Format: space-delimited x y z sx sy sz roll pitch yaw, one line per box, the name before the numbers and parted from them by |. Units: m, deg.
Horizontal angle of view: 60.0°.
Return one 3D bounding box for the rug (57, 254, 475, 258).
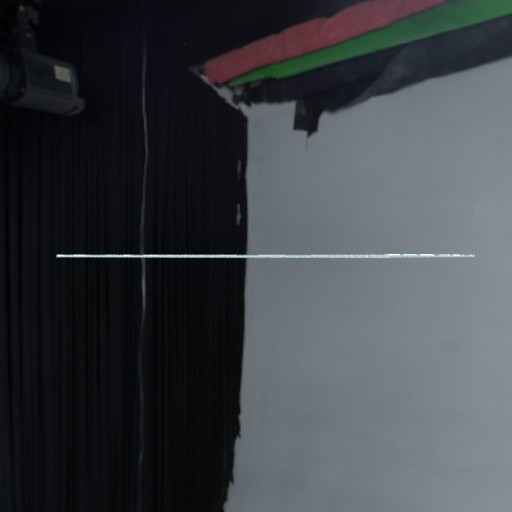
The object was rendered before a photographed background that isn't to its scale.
rug | 0.000 0.000 3.034 2.438 0.015 1.518 0 0 37
